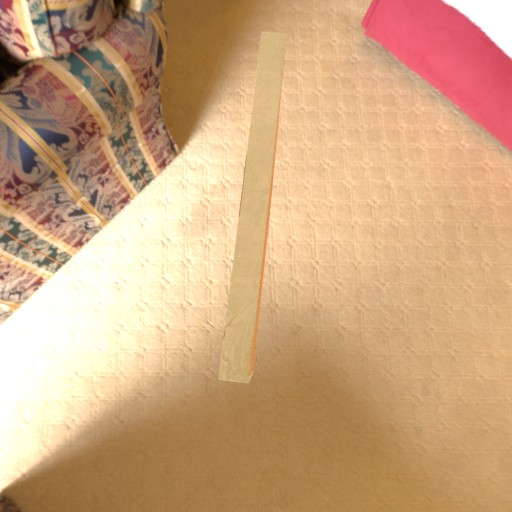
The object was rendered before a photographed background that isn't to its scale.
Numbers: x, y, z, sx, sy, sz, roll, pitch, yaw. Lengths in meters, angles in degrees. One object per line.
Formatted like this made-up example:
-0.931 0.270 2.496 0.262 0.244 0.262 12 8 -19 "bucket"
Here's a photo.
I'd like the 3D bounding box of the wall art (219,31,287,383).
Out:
0.000 0.000 0.977 0.038 0.764 0.508 6 76 1 "wall art"
